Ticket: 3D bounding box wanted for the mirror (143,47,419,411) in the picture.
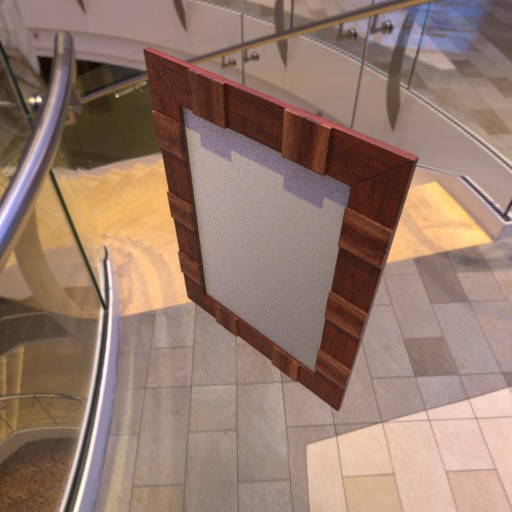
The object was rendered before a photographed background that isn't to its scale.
[{"bbox_3d":[0.000,0.000,1.053,0.600,0.805,0.021,32,54,27],"label":"mirror"}]
